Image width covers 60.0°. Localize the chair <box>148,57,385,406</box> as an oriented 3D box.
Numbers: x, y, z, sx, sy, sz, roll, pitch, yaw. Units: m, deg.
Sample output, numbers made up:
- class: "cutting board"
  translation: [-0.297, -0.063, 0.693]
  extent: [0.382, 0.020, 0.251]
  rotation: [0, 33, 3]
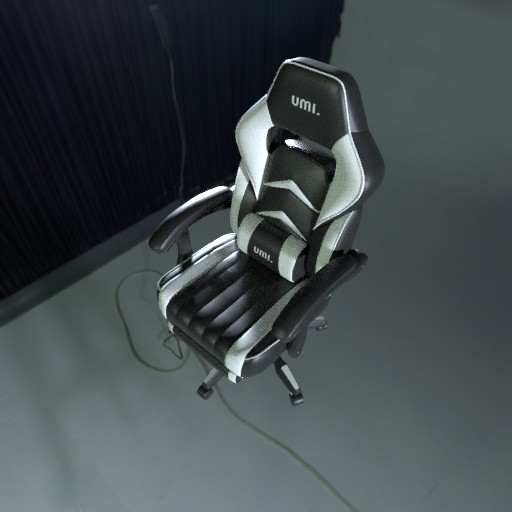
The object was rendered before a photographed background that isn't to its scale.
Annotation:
- class: "chair"
  translation: [0.000, 0.000, 1.611]
  extent: [0.676, 1.200, 0.700]
  rotation: [32, 54, 27]
